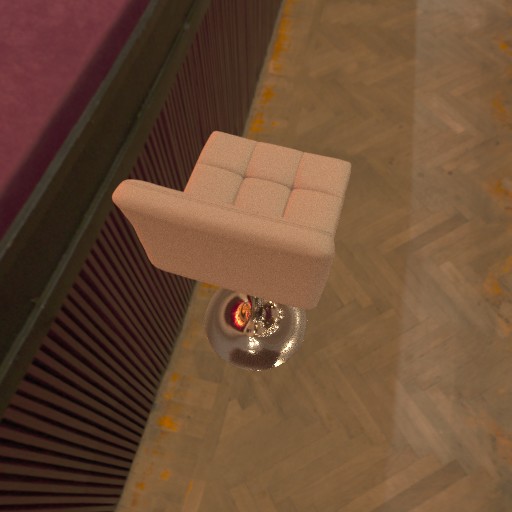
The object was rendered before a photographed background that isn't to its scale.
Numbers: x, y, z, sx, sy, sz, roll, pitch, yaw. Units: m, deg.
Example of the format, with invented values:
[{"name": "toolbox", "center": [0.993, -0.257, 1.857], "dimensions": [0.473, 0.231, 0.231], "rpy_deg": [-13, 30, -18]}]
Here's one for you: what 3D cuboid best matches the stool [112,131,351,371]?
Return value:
[{"name": "stool", "center": [0.000, 0.000, 1.360], "dimensions": [0.430, 1.115, 0.505], "rpy_deg": [15, 63, 8]}]
